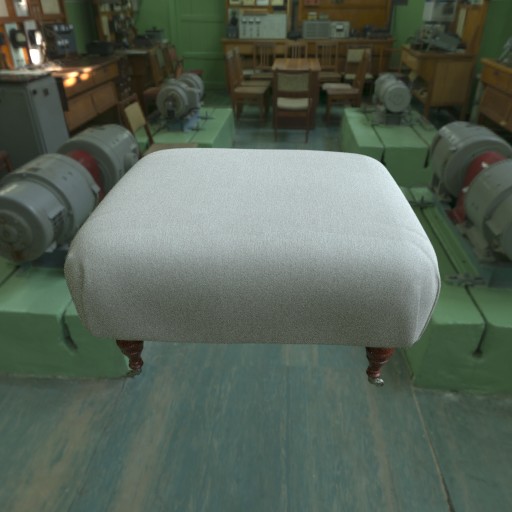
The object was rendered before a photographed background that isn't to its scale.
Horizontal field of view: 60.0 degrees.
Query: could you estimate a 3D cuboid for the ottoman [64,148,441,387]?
[{"bbox_3d":[0.000,0.000,1.147,0.746,0.450,0.639,1,31,2],"label":"ottoman"}]
